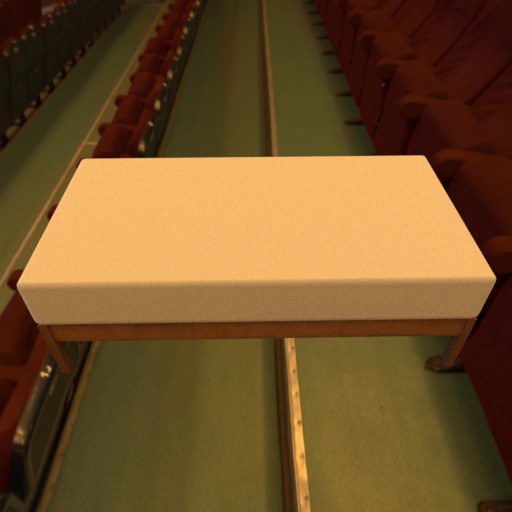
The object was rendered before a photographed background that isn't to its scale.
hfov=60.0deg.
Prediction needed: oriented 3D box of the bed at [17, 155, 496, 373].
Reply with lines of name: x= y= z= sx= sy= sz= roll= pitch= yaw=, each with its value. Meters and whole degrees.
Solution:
bed: x=0.000 y=0.000 z=2.291 sx=1.902 sy=0.616 sz=0.961 roll=-1 pitch=43 yaw=-1
